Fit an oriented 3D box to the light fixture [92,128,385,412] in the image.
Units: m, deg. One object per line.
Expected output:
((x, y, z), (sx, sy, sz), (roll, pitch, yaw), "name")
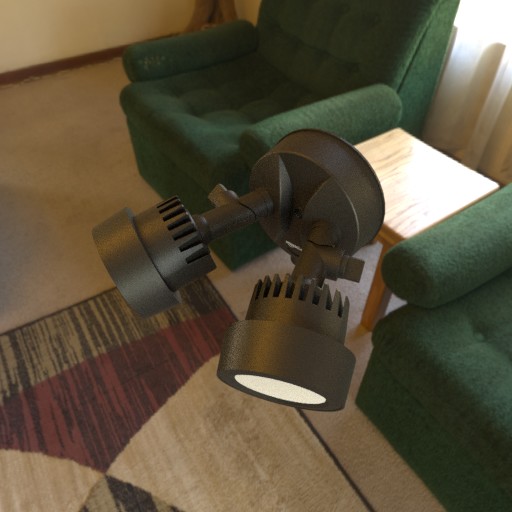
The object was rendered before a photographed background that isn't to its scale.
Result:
((0.000, 0.000, 0.314), (0.213, 0.120, 0.168), (31, 53, 26), "light fixture")
